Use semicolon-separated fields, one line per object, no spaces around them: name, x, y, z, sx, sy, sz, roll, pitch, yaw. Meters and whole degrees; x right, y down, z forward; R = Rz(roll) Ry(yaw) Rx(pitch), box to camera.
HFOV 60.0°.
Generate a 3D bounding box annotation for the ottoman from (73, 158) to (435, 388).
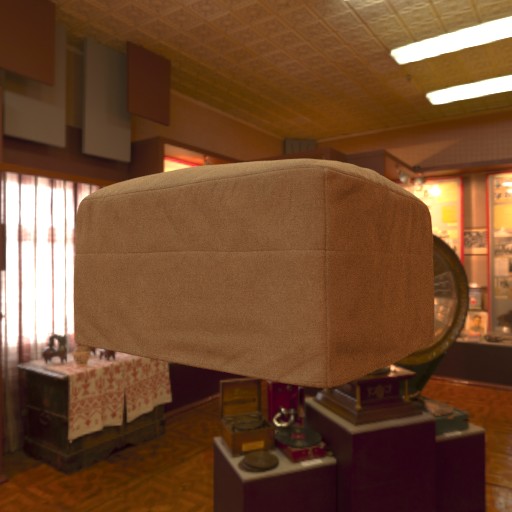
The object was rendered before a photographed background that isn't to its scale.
ottoman;0.000;0.000;1.258;0.837;0.481;0.683;0;-1;36
